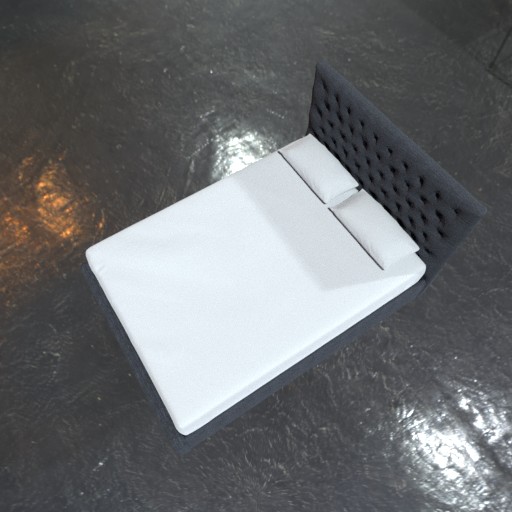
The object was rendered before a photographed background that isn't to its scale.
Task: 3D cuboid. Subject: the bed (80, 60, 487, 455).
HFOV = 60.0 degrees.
[{"bbox_3d":[0.000,0.000,3.369,2.387,1.427,1.698,-30,65,-15],"label":"bed"}]
